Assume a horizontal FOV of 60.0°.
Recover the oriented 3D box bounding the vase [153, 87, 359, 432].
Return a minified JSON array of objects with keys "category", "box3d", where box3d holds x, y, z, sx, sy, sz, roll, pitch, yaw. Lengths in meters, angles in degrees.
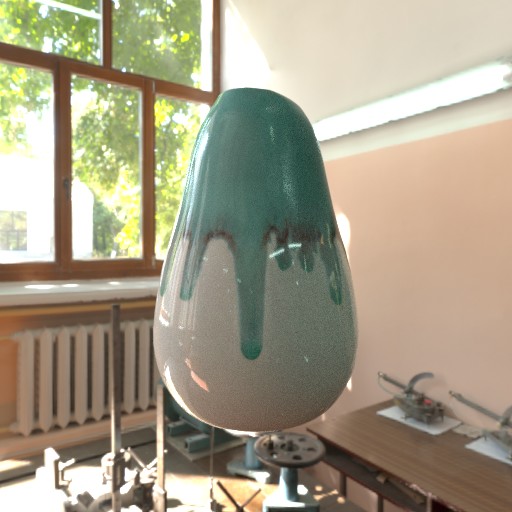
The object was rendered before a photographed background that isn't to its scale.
[{"category":"vase","box3d":[0.000,0.000,0.256,0.116,0.179,0.116,0,1,0]}]
